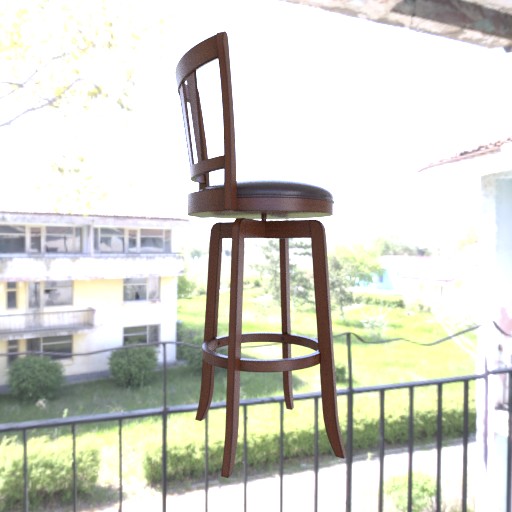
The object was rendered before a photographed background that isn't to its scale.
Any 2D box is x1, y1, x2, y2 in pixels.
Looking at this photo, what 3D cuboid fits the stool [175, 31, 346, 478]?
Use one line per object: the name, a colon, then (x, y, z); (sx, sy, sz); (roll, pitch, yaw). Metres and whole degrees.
stool: (0.000, 0.000, 1.420); (0.503, 1.177, 0.464); (-1, 2, -18)
